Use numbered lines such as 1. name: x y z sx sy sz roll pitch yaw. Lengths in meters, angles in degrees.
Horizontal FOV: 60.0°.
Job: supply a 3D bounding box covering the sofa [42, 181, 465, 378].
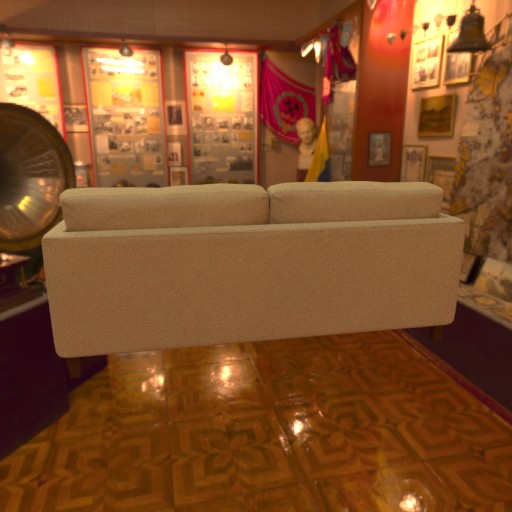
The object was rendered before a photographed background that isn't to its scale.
1. sofa: 0.000 0.000 2.697 2.181 0.932 0.948 -3 15 -11
